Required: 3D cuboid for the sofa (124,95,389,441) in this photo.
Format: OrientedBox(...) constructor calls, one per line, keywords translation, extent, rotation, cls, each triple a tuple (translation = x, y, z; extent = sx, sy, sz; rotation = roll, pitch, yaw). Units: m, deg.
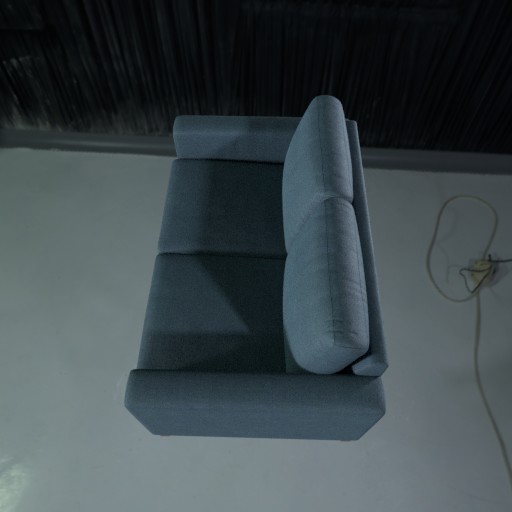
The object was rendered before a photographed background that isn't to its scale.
OrientedBox(translation=(0.000, 0.000, 2.070), extent=(0.955, 0.903, 1.489), rotation=(1, 58, 1), cls="sofa")
